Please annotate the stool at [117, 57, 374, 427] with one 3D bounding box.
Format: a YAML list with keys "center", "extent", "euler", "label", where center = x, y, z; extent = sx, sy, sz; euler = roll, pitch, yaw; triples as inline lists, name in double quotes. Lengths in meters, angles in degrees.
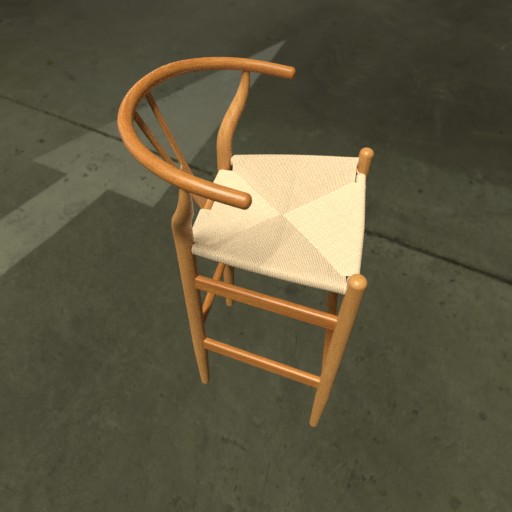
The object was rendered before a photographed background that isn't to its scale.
- center: [0.000, 0.000, 1.297]
  extent: [0.579, 0.970, 0.569]
  euler: [9, 47, 8]
  label: "stool"
